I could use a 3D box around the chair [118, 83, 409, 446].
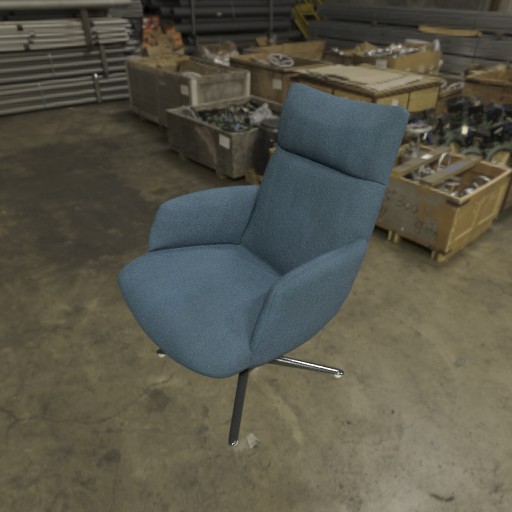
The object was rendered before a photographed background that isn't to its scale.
[{"bbox_3d":[0.000,0.000,1.578,0.889,1.016,0.711,-22,38,-31],"label":"chair"}]
